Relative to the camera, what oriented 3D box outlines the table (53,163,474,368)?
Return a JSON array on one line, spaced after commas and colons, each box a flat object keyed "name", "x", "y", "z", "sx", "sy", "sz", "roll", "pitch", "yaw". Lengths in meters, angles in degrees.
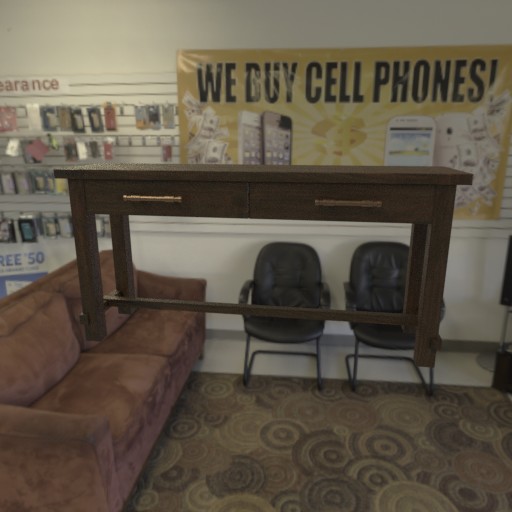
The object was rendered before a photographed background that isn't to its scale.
[{"name": "table", "x": 0.000, "y": 0.000, "z": 1.945, "sx": 1.599, "sy": 0.762, "sz": 0.442, "roll": 2, "pitch": 15, "yaw": 9}]
